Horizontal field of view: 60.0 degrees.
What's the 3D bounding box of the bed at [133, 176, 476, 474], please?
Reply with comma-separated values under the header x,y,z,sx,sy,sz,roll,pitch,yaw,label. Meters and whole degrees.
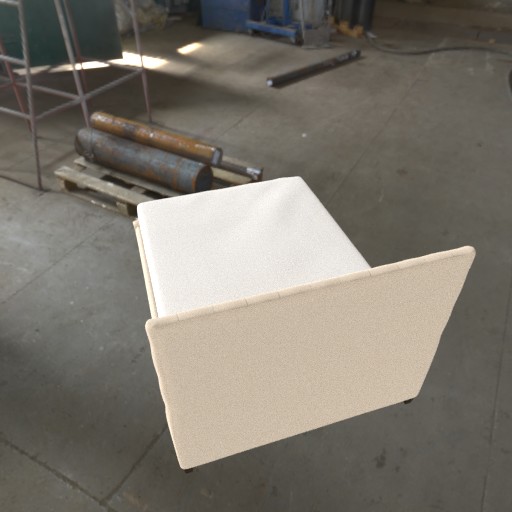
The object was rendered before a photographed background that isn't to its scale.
x,y,z,sx,sy,sz,roll,pitch,yaw,label
0.000,0.000,3.315,1.696,1.426,2.233,-12,42,-13,bed
